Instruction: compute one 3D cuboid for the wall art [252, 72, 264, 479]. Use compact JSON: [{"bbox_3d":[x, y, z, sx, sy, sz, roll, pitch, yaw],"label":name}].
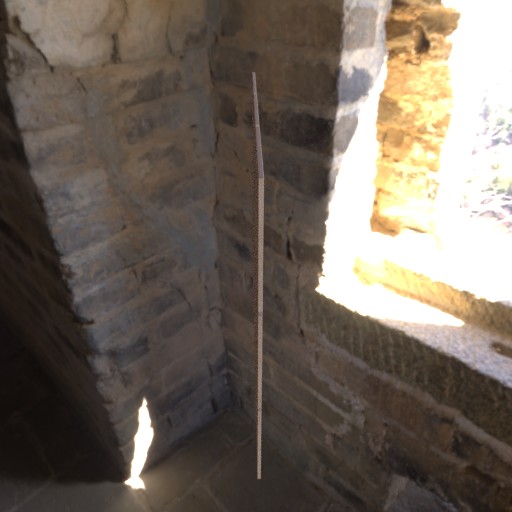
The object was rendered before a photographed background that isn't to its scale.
[{"bbox_3d":[0.000,0.000,1.855,0.013,1.218,1.219,-1,33,-1],"label":"wall art"}]
